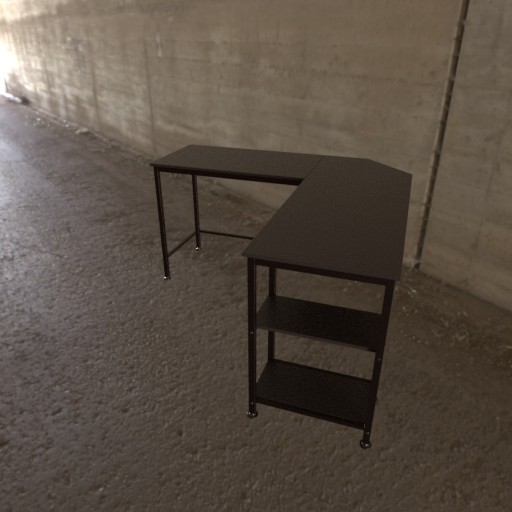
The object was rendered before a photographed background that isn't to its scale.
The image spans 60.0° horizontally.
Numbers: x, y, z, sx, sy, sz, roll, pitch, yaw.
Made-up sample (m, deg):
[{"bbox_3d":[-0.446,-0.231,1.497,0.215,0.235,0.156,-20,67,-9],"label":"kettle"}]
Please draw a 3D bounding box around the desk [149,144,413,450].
[{"bbox_3d":[0.000,0.000,2.249,1.379,0.739,1.379,9,28,17],"label":"desk"}]
